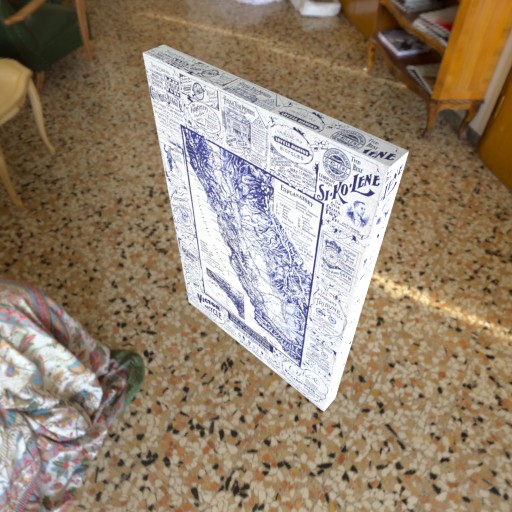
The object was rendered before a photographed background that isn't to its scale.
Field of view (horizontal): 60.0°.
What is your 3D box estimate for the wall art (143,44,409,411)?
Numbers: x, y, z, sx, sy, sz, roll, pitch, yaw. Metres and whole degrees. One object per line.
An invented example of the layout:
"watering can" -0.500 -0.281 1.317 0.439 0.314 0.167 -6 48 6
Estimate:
"wall art" 0.000 0.000 0.778 0.408 0.601 0.040 34 56 27
